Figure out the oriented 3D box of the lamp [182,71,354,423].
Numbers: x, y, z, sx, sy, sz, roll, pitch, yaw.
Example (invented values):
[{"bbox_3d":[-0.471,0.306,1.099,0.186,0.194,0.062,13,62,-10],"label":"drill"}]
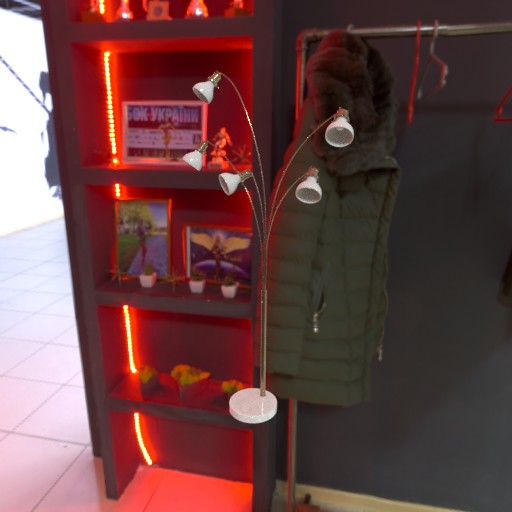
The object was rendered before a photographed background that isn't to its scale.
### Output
[{"bbox_3d":[0.000,0.000,3.008,1.405,2.423,0.361,15,22,42],"label":"lamp"}]
